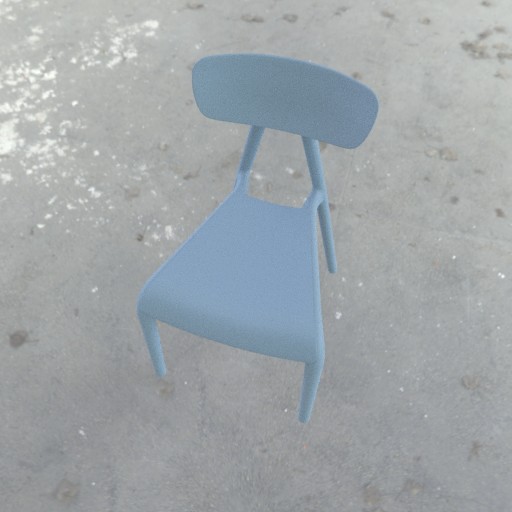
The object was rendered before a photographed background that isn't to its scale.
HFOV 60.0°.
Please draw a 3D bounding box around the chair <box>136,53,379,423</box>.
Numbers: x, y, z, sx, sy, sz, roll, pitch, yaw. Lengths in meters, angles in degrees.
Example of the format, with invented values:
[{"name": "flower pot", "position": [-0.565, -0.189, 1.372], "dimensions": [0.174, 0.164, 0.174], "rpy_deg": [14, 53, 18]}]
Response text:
[{"name": "chair", "position": [0.000, 0.000, 0.826], "dimensions": [0.356, 0.580, 0.401], "rpy_deg": [15, 60, 9]}]
